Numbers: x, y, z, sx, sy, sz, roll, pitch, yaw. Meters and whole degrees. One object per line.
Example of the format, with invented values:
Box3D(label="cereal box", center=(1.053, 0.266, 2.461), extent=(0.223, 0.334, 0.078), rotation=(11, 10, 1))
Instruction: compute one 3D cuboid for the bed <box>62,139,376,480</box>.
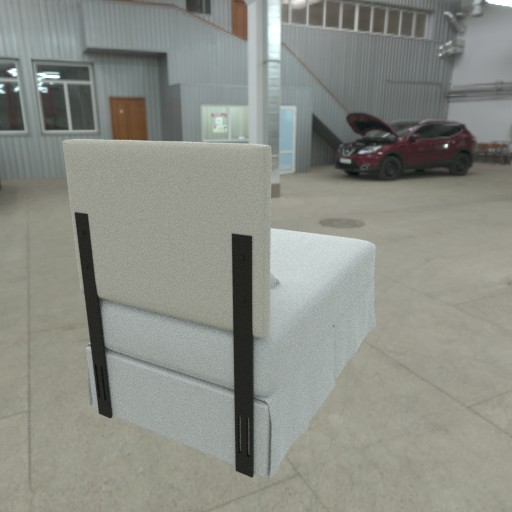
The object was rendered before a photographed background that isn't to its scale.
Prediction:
Box3D(label="bed", center=(0.000, 0.000, 2.983), extent=(1.261, 1.571, 1.997), rotation=(9, 19, 27))
